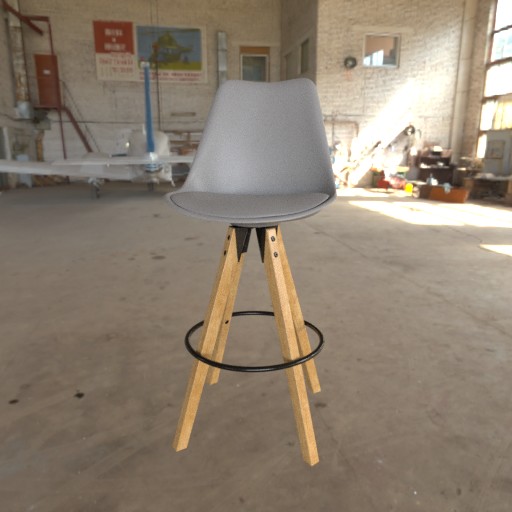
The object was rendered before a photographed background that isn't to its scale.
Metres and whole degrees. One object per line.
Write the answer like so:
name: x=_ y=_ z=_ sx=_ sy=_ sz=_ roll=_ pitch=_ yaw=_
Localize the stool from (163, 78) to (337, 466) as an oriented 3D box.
stool: x=0.000 y=0.000 z=1.396 sx=0.485 sy=1.115 sz=0.550 roll=2 pitch=14 yaw=9
